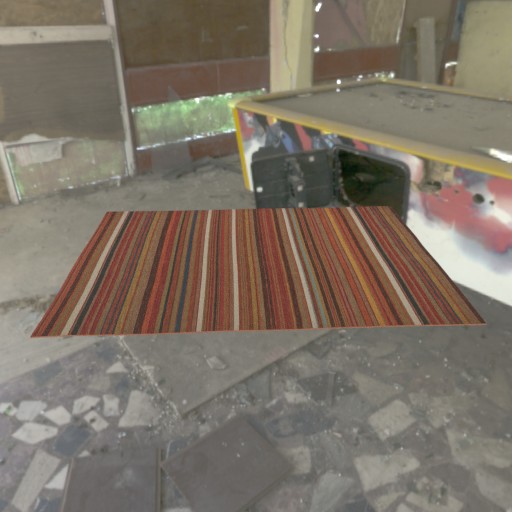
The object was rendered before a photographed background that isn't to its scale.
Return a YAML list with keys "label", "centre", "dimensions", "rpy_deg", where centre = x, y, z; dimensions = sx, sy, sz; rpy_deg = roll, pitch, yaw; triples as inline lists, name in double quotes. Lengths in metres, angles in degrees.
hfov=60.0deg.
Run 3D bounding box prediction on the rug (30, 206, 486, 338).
- label: "rug"
  centre: [0.000, 0.000, 2.298]
  dimensions: [1.828, 0.007, 1.217]
  rpy_deg: [-1, 30, -2]
